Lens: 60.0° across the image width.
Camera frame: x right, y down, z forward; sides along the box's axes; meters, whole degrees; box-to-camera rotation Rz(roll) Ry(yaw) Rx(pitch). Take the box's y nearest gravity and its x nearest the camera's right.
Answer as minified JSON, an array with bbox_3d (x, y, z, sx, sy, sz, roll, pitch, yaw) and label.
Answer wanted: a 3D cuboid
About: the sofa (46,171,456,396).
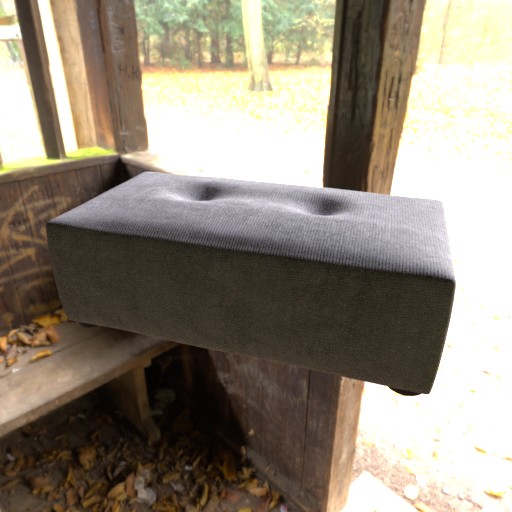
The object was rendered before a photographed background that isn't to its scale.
[{"bbox_3d":[0.000,0.000,1.175,0.930,0.330,0.480,8,28,16],"label":"sofa"}]
